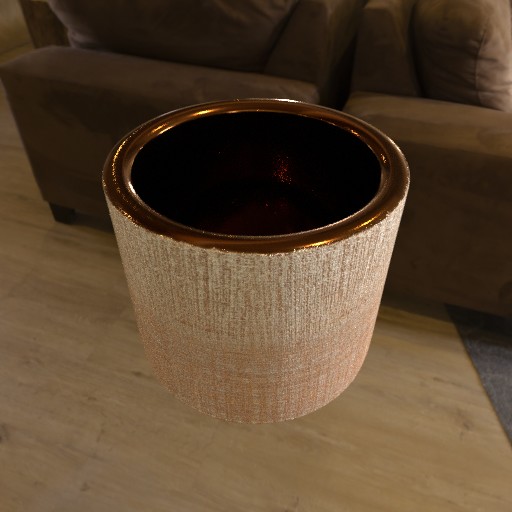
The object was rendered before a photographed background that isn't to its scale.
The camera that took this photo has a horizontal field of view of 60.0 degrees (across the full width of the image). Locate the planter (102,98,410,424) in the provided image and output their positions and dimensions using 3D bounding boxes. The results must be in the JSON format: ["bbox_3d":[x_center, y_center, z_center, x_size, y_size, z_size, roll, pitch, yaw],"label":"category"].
[{"bbox_3d":[0.000,0.000,0.309,0.177,0.157,0.177,0,41,0],"label":"planter"}]
